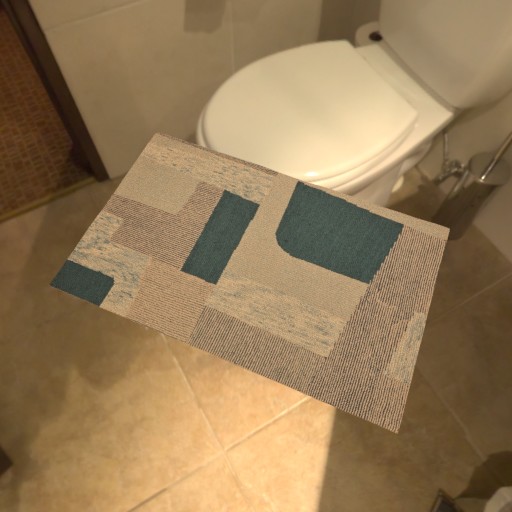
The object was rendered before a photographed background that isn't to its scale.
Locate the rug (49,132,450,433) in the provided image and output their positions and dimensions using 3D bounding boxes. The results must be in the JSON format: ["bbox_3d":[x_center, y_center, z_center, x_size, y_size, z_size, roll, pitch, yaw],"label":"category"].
[{"bbox_3d":[0.000,0.000,3.134,2.436,0.015,1.521,20,64,11],"label":"rug"}]
